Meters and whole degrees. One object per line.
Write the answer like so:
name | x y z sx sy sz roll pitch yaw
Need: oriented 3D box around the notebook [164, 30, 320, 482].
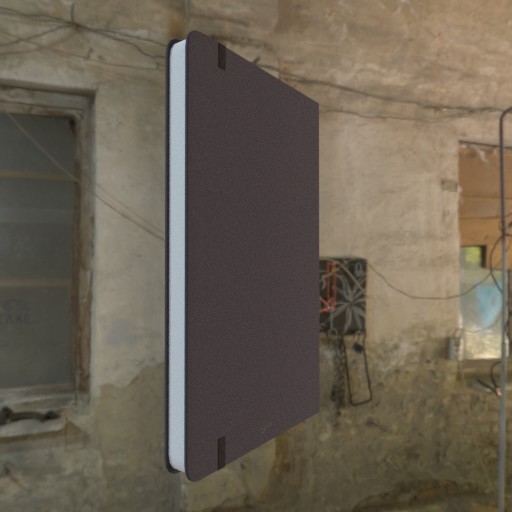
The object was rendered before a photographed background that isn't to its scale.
notebook | 0.000 0.000 0.258 0.016 0.213 0.127 -1 -1 36
